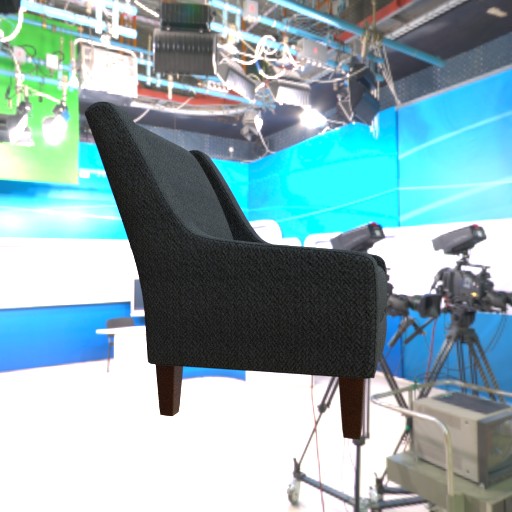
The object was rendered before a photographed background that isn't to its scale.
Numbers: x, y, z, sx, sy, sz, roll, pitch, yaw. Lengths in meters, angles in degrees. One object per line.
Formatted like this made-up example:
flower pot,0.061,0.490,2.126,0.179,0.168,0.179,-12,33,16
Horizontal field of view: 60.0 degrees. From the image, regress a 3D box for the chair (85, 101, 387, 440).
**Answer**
chair,0.000,0.000,1.675,0.944,1.012,0.793,0,-1,18
